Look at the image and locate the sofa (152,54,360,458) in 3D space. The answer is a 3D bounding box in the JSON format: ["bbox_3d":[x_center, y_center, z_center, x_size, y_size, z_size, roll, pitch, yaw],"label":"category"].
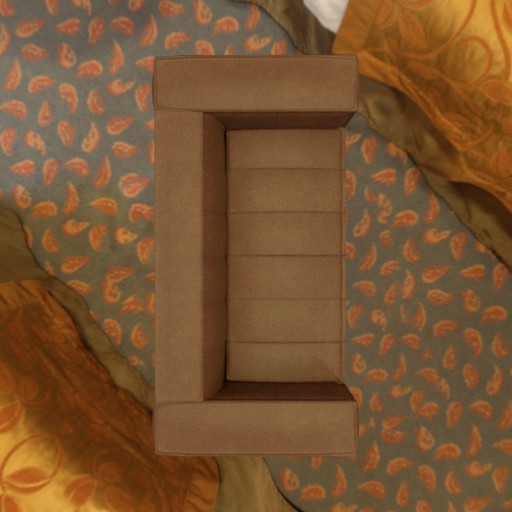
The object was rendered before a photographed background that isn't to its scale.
[{"bbox_3d":[0.000,0.000,2.586,1.102,0.703,2.088,0,91,0],"label":"sofa"}]
